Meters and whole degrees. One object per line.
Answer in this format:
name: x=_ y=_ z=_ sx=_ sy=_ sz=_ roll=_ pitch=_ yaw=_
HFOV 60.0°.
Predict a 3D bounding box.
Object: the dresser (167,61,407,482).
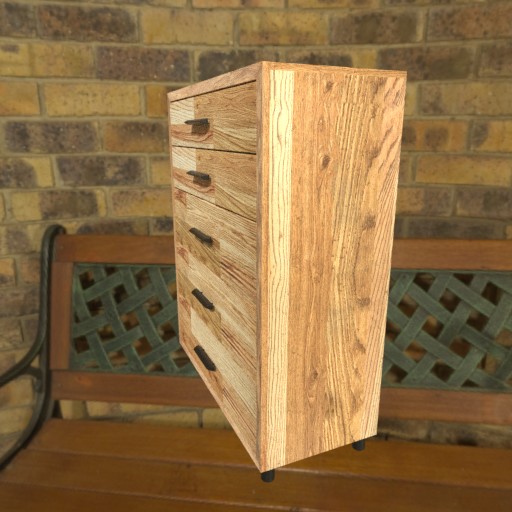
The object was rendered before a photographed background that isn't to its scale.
dresser: x=0.000 y=0.000 z=1.715 sx=0.480 sy=1.243 sz=0.966 roll=-7 pitch=17 yaw=-23
